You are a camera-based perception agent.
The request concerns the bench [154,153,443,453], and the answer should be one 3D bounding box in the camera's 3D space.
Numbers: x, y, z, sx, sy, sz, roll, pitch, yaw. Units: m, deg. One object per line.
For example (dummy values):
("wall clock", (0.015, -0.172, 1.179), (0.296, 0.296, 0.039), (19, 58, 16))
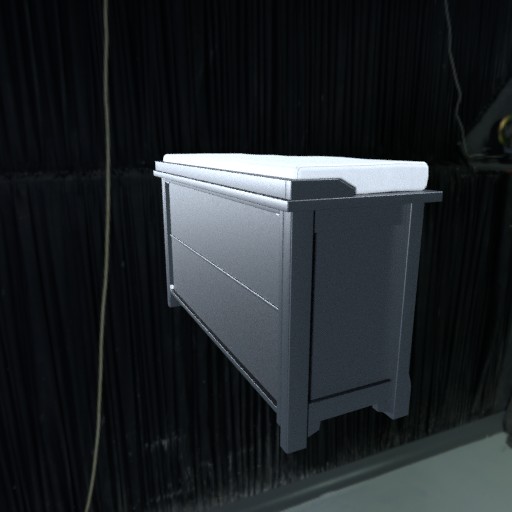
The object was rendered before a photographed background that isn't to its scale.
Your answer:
("bench", (0.000, 0.000, 1.269), (0.345, 0.561, 0.973), (-7, 16, -24))
